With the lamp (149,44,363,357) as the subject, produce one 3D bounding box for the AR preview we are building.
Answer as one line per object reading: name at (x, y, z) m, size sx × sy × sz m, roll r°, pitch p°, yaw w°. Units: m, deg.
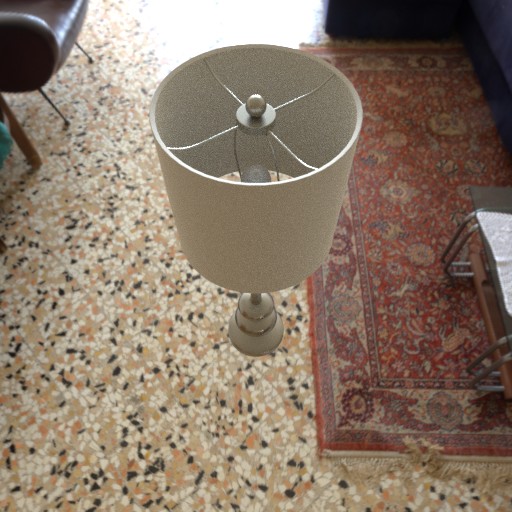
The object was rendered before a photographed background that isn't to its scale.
lamp at (0.000, 0.000, 0.809) m, size 0.254 × 0.690 × 0.254 m, roll -30°, pitch 62°, yaw -18°
